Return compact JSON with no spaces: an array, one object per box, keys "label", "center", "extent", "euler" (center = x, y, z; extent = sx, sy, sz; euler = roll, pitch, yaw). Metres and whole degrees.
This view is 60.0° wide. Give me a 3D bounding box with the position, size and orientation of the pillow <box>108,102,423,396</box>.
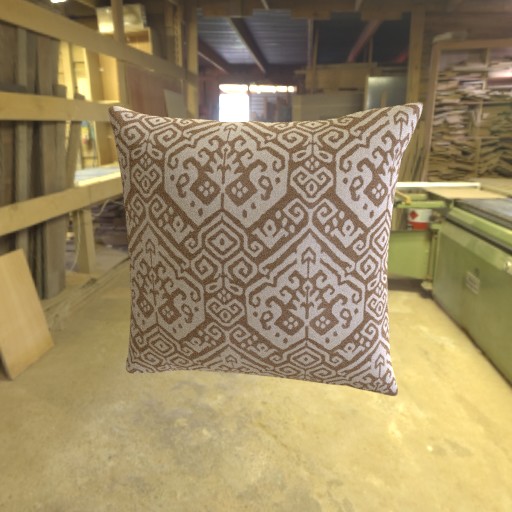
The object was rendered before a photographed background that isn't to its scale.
[{"label":"pillow","center":[0.000,0.000,0.627],"extent":[0.419,0.407,0.173],"euler":[2,15,8]}]
